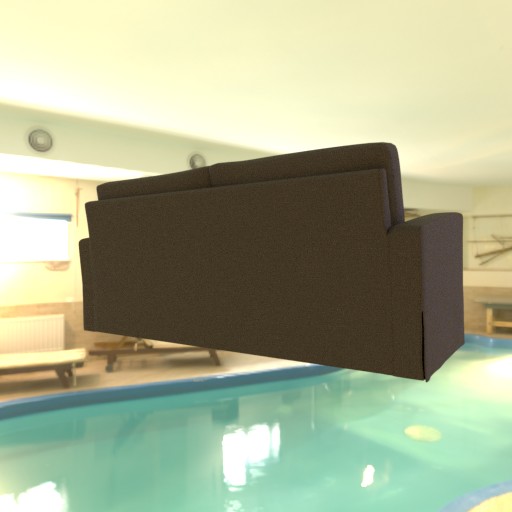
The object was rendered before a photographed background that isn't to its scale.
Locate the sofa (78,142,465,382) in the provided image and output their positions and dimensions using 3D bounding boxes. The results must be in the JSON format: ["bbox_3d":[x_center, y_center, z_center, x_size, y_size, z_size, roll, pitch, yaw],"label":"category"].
[{"bbox_3d":[0.000,0.000,2.279,1.852,0.839,0.898,0,0,34],"label":"sofa"}]
